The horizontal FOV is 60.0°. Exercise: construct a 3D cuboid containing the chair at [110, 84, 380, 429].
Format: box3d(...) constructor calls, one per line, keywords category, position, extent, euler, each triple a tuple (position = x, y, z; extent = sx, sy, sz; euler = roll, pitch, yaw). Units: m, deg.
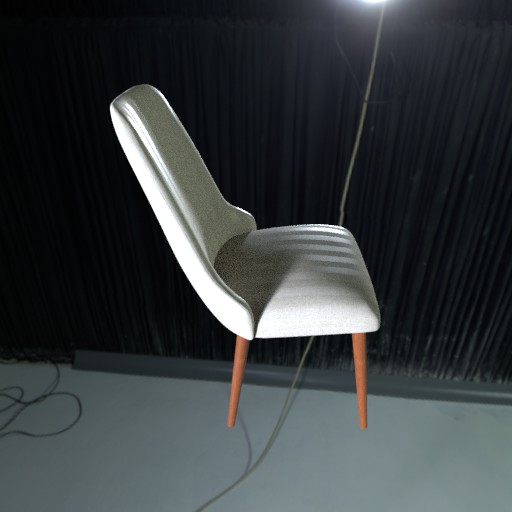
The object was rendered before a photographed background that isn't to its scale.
box3d(category="chair", position=(0.000, 0.000, 1.315), extent=(0.684, 0.917, 0.526), euler=(0, 32, 1))
